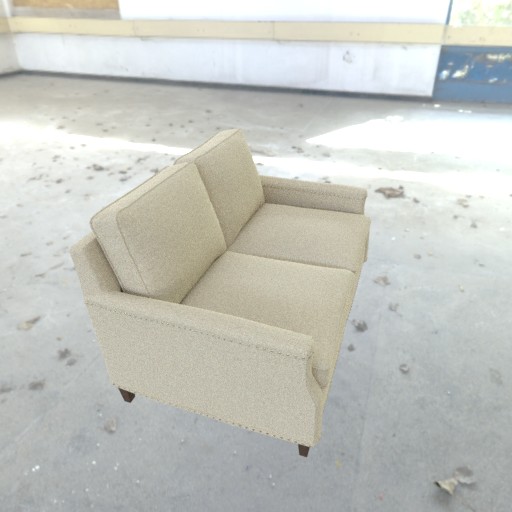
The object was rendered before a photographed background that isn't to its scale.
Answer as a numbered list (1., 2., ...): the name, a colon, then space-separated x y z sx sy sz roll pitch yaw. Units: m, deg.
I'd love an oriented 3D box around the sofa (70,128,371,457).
1. sofa: 0.000 0.000 2.393 1.084 1.003 1.597 10 33 16
